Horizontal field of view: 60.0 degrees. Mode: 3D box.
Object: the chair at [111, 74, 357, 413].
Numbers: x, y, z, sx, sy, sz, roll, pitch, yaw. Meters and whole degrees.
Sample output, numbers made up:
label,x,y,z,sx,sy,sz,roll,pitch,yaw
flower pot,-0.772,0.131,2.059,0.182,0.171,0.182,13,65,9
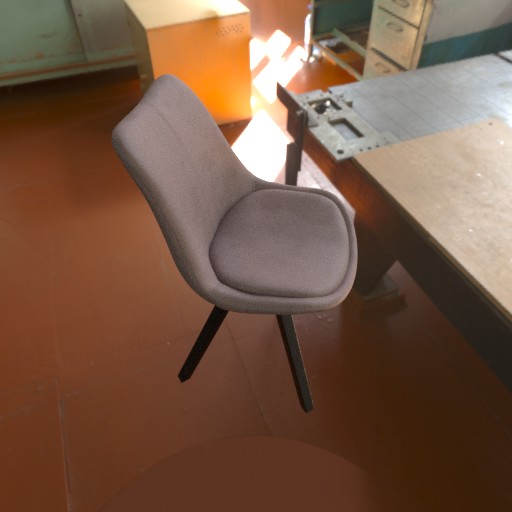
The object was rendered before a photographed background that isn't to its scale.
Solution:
label,x,y,z,sx,sy,sz,roll,pitch,yaw
chair,0.000,0.000,1.234,0.547,0.865,0.483,9,47,9
